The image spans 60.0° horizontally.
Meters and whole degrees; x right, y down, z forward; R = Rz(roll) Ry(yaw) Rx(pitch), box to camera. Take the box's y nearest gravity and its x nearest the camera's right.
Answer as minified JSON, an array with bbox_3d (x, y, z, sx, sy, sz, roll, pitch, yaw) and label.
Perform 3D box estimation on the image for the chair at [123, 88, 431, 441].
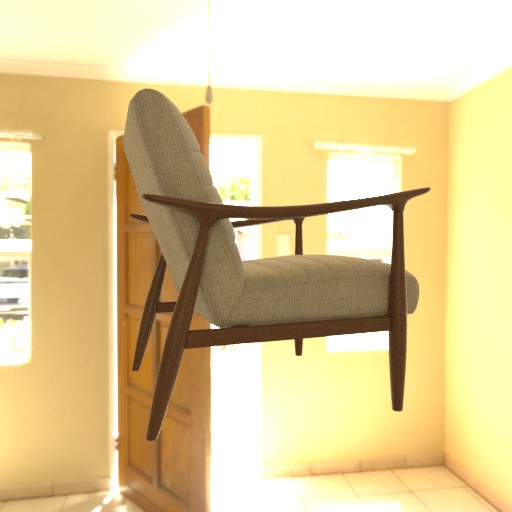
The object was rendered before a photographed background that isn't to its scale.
[{"bbox_3d":[0.000,0.000,1.417,0.798,0.832,0.741,0,1,-19],"label":"chair"}]
